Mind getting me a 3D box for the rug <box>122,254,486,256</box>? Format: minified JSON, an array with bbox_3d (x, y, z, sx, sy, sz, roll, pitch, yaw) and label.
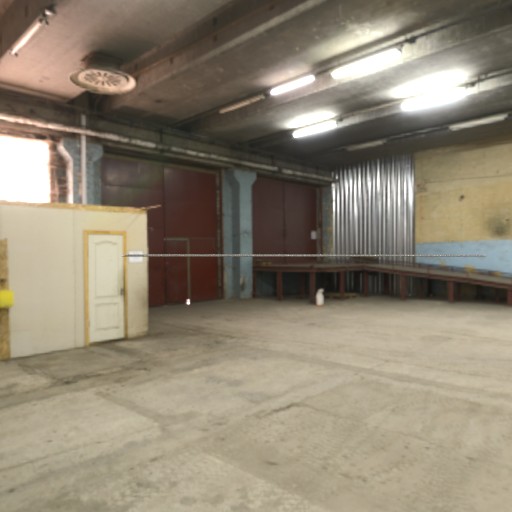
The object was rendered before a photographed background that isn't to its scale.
[{"bbox_3d":[0.000,0.000,4.087,2.363,0.012,2.980,0,0,-17],"label":"rug"}]
